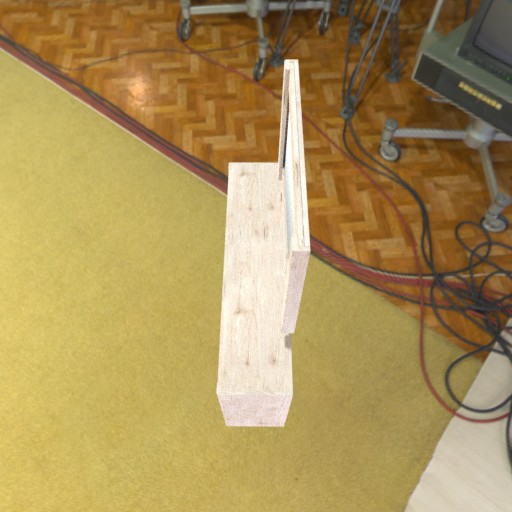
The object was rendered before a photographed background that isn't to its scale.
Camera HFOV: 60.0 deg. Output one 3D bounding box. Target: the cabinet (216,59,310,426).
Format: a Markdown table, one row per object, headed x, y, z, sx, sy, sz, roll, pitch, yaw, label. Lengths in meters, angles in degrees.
| x | y | z | sx | sy | sz | roll | pitch | yaw | label |
| --- | --- | --- | --- | --- | --- | --- | --- | --- | --- |
| 0.000 | 0.000 | 2.811 | 0.420 | 1.981 | 1.700 | 0 | 59 | 0 | cabinet |
